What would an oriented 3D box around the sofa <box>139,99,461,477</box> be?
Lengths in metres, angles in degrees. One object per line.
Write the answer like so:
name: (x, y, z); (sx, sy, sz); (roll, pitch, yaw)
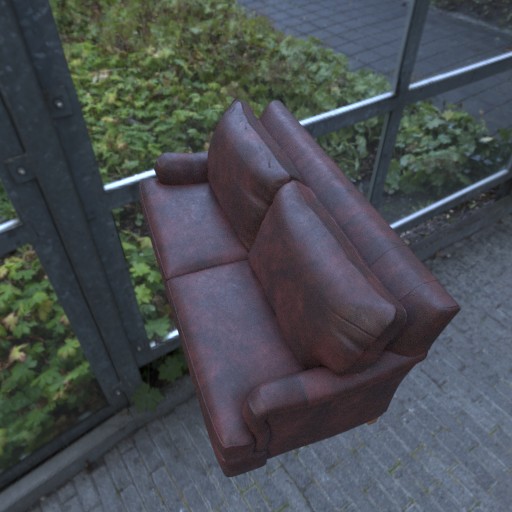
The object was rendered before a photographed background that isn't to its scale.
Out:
sofa: (0.000, 0.000, 2.738); (1.147, 1.071, 2.144); (-15, 47, -14)
